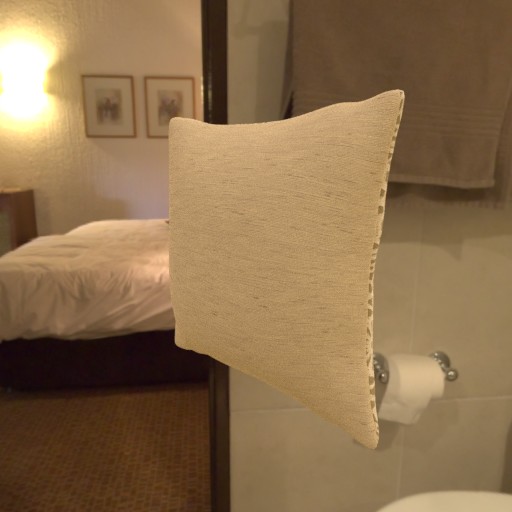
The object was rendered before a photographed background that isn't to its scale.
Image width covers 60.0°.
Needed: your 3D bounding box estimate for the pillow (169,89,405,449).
[{"bbox_3d":[0.000,0.000,0.652,0.167,0.421,0.438,-12,17,-42],"label":"pillow"}]
